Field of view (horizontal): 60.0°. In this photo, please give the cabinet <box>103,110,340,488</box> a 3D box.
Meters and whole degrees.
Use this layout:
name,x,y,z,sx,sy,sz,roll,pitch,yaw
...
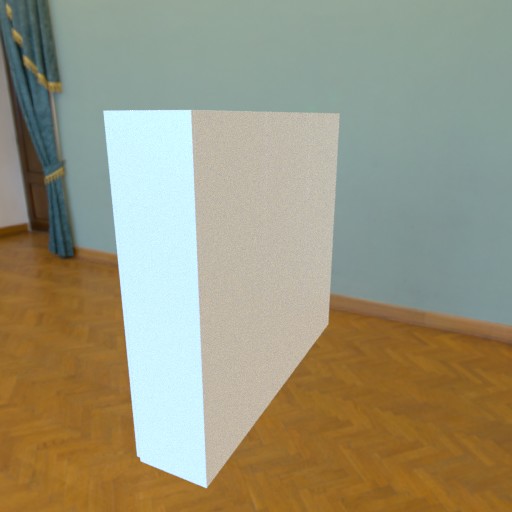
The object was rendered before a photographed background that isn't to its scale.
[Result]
name,x,y,z,sx,sy,sz,roll,pitch,yaw
cabinet,0.000,0.000,3.851,0.590,2.370,2.700,8,19,25
